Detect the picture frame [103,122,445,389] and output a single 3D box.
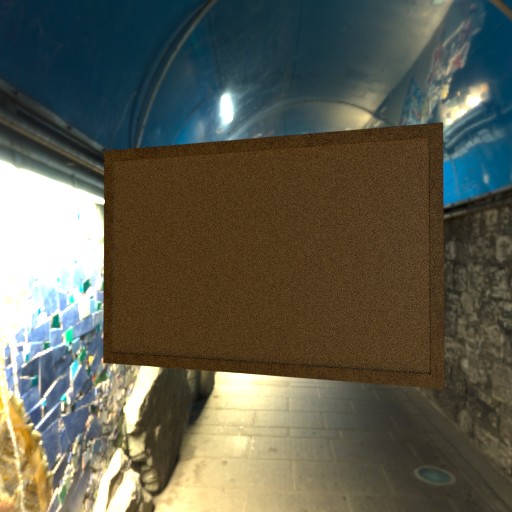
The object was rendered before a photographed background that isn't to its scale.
[{"bbox_3d":[0.000,0.000,1.177,0.922,0.621,0.029,0,-1,17],"label":"picture frame"}]
